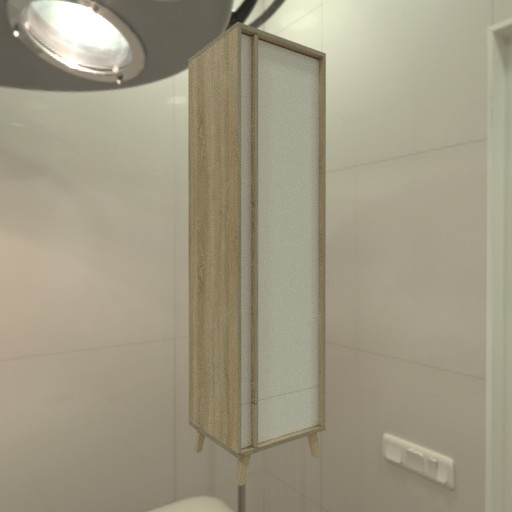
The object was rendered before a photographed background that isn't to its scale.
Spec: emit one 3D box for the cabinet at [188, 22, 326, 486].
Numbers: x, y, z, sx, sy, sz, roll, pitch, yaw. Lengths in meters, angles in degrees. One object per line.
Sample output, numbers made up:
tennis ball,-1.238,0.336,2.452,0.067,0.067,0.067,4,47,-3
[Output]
cabinet,0.000,0.000,2.188,0.510,1.960,0.450,0,1,-36
